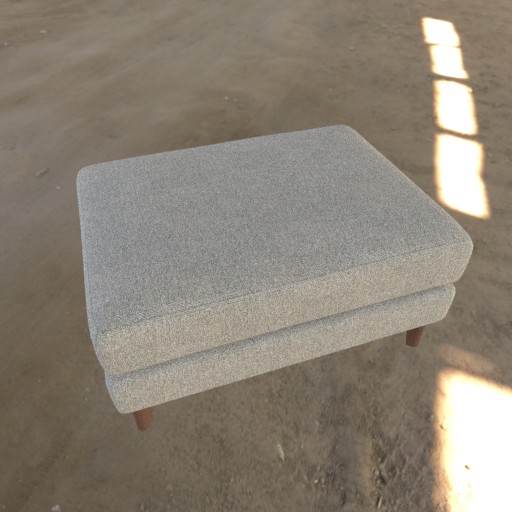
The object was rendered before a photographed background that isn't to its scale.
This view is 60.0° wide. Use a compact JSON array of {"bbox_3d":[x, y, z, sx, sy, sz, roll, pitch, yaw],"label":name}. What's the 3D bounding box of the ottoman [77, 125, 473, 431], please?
[{"bbox_3d":[0.000,0.000,1.182,0.821,0.441,0.611,-13,43,-14],"label":"ottoman"}]
